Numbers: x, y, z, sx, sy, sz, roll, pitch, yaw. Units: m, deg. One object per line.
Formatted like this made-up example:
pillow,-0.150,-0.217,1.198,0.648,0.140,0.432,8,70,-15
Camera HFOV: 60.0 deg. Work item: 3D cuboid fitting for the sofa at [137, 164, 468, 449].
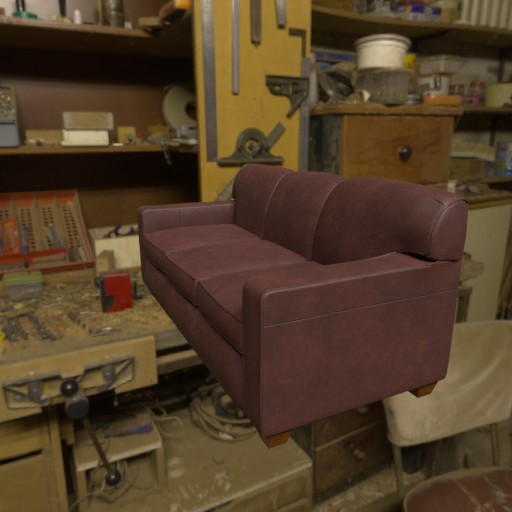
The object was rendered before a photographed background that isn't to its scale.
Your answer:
sofa,0.000,0.000,2.566,1.008,0.953,2.039,-7,17,-25
